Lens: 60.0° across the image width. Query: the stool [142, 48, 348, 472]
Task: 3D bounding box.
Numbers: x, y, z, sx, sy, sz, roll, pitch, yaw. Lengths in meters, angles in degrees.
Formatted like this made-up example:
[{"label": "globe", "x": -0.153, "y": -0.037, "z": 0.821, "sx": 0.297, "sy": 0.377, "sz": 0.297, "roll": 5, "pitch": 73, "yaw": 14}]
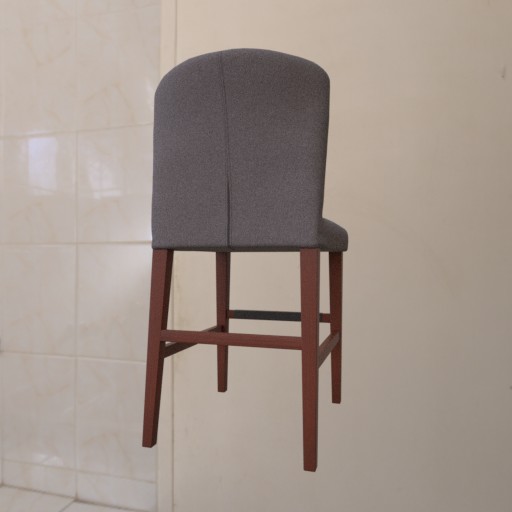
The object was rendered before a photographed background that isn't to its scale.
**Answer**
[{"label": "stool", "x": 0.000, "y": 0.000, "z": 1.300, "sx": 0.481, "sy": 0.968, "sz": 0.568, "roll": 0, "pitch": 0, "yaw": 18}]
